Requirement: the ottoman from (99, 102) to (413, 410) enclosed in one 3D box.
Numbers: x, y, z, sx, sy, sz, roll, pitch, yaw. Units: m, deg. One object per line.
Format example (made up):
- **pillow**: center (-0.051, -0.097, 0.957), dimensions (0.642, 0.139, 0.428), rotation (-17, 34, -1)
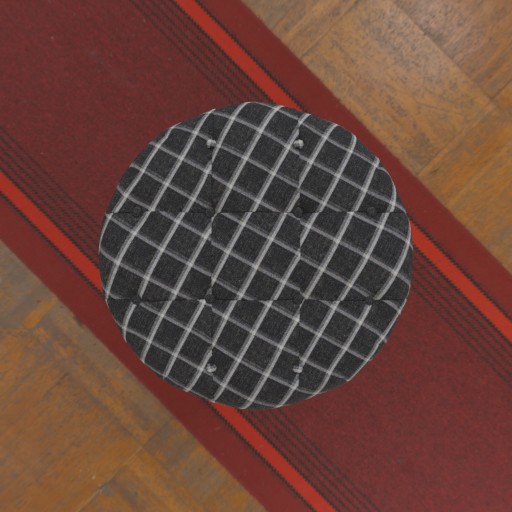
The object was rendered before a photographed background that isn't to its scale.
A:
- **ottoman**: center (0.000, 0.000, 1.421), dimensions (0.901, 0.439, 0.901), rotation (0, 90, 1)
